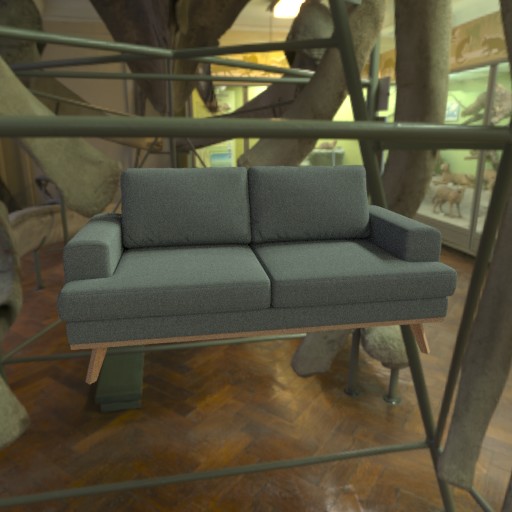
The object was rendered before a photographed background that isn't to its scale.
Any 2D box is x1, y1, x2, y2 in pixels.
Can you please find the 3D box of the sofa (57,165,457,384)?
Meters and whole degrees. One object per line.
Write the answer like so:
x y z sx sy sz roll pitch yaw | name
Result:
0.000 0.000 2.129 1.650 0.810 0.785 -3 16 -9 | sofa
